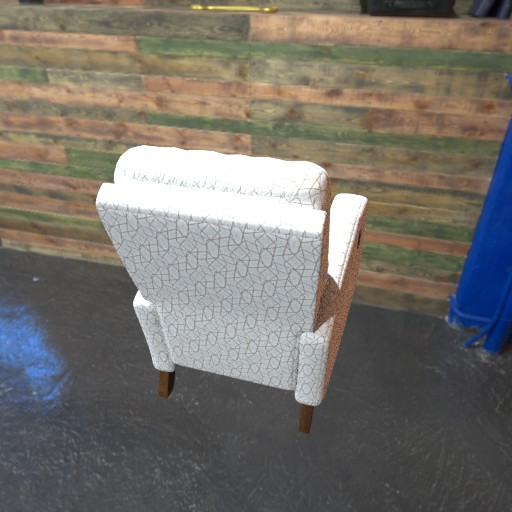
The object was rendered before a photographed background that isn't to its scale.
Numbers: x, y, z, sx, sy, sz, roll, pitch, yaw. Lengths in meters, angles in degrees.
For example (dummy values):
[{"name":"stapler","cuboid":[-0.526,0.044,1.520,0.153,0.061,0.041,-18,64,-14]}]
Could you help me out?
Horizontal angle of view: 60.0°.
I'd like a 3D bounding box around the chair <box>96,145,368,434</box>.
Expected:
[{"name":"chair","cuboid":[0.000,0.000,1.769,0.796,1.064,0.995,9,34,14]}]
